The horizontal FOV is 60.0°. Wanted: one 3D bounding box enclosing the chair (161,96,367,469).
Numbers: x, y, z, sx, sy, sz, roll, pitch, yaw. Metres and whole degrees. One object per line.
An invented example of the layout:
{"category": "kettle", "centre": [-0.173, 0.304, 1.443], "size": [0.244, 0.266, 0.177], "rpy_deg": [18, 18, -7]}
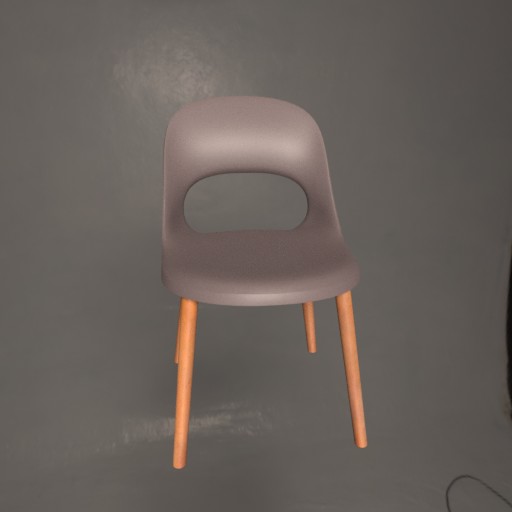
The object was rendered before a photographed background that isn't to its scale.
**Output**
{"category": "chair", "centre": [0.000, 0.000, 1.130], "size": [0.470, 0.794, 0.556], "rpy_deg": [-3, 17, -8]}
